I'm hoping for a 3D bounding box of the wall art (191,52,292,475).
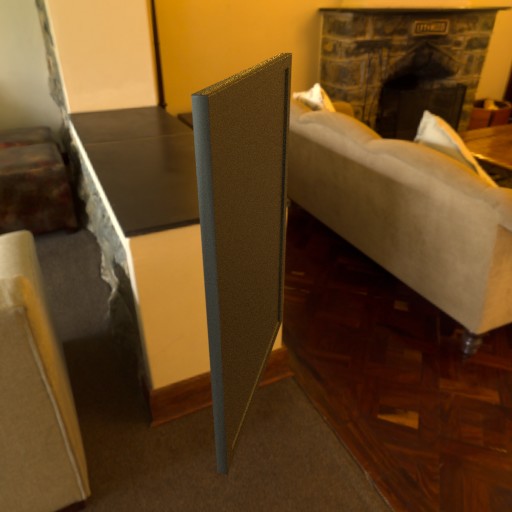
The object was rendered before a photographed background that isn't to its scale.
[{"bbox_3d":[0.000,0.000,0.548,0.013,0.431,0.303,8,31,13],"label":"wall art"}]
